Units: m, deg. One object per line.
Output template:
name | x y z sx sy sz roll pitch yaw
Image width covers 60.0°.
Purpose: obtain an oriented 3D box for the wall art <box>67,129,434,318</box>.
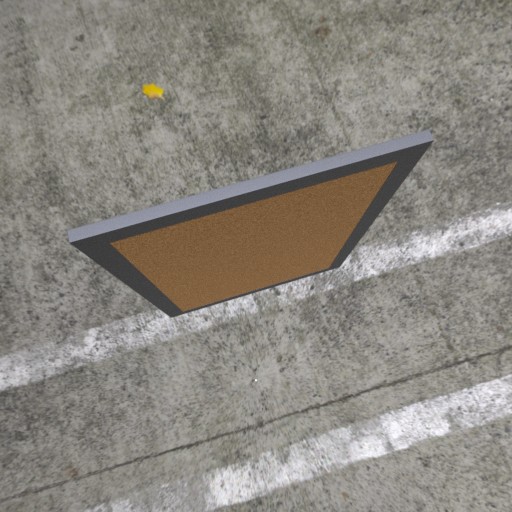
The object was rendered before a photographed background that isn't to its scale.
wall art | 0.000 0.000 0.699 0.380 0.534 0.013 -16 75 -5
